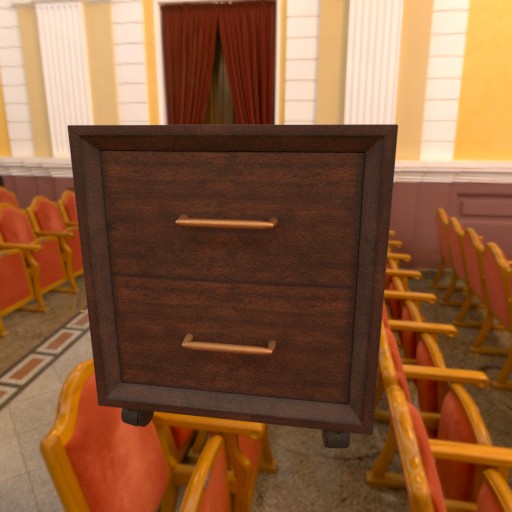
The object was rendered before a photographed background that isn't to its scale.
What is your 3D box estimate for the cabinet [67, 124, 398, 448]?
[{"bbox_3d":[0.000,0.000,0.811,0.402,0.455,0.500,3,16,9],"label":"cabinet"}]
